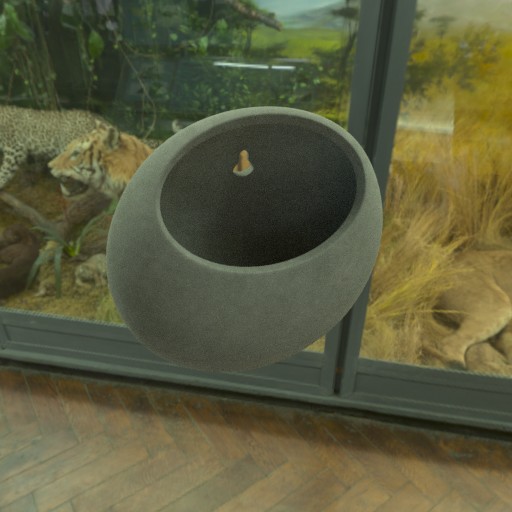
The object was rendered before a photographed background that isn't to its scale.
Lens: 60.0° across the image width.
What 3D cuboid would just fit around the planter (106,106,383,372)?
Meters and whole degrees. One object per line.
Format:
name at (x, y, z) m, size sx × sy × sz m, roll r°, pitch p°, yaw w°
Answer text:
planter at (0.000, 0.000, 0.288) m, size 0.185 × 0.188 × 0.071 m, roll -11°, pitch 33°, yaw -17°
